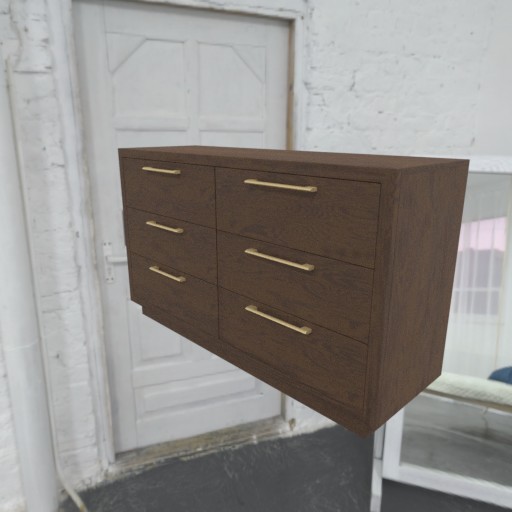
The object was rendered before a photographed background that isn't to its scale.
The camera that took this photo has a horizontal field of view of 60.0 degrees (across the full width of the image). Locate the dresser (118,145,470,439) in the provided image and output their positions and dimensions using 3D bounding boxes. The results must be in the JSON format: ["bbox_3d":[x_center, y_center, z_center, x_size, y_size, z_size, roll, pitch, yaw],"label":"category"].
[{"bbox_3d":[0.000,0.000,1.957,0.512,0.889,1.523,-15,22,-42],"label":"dresser"}]
